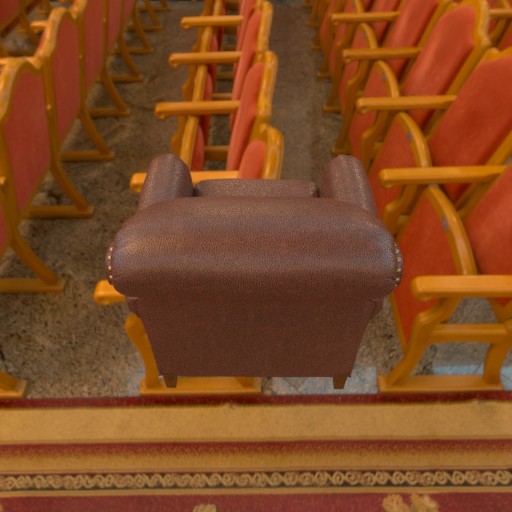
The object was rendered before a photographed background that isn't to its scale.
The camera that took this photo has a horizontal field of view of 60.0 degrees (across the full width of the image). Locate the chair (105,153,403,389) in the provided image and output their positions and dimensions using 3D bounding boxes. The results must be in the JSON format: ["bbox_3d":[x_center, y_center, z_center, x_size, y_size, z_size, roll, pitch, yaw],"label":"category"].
[{"bbox_3d":[0.000,0.000,1.575,0.854,0.927,0.890,0,47,0],"label":"chair"}]
